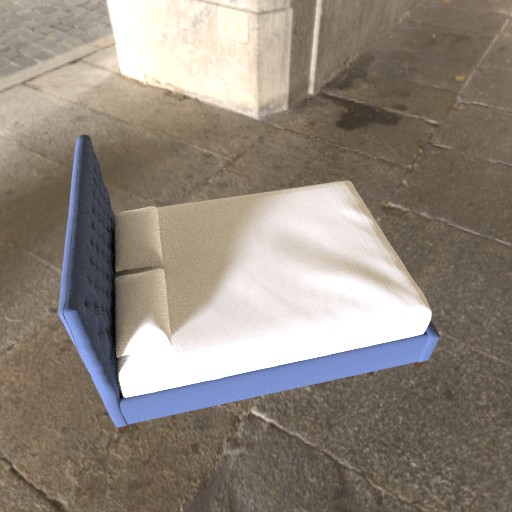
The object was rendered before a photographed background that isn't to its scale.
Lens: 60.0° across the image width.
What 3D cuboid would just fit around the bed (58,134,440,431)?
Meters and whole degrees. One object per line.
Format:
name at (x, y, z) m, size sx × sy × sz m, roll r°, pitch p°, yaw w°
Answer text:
bed at (0.000, 0.000, 3.402) m, size 2.387 × 1.427 × 1.706 m, roll -9°, pitch 46°, yaw -9°
